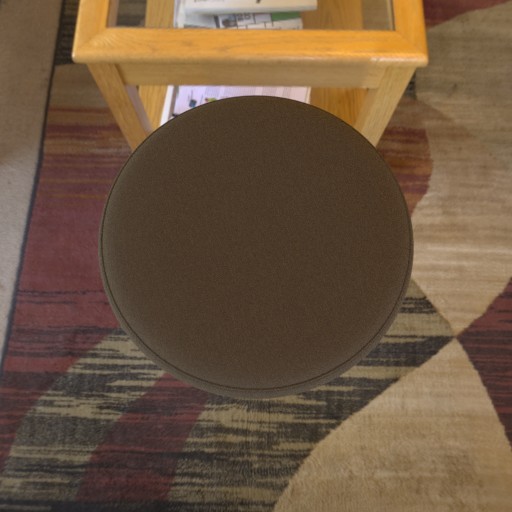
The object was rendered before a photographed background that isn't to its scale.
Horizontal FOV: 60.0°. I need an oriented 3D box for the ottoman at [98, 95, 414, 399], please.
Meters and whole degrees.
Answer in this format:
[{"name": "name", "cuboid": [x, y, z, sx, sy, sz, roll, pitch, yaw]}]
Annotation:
[{"name": "ottoman", "cuboid": [0.000, 0.000, 1.006, 0.608, 0.433, 0.608, 0, 74, 0]}]
